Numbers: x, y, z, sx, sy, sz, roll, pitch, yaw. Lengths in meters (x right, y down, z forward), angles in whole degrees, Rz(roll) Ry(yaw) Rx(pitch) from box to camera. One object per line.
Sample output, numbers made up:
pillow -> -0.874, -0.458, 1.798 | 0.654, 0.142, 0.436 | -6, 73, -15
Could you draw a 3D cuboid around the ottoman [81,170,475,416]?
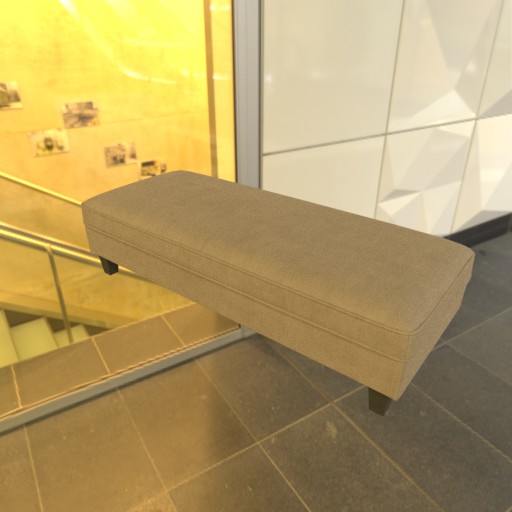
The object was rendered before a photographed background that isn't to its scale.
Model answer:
ottoman -> 0.000, 0.000, 2.109 | 1.764, 0.470, 0.751 | 20, 34, 33
